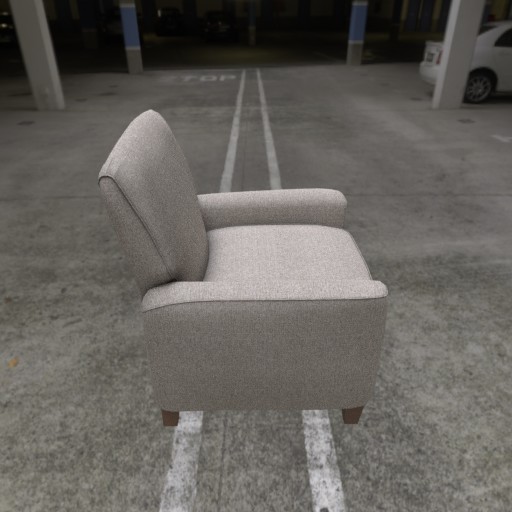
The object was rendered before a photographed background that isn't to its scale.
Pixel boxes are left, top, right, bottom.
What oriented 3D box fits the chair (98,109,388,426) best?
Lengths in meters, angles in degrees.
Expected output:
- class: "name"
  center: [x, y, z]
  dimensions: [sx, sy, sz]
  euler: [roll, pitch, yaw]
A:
- class: "chair"
  center: [0.000, 0.000, 1.693]
  dimensions: [0.864, 1.014, 0.848]
  euler: [0, 31, -1]
